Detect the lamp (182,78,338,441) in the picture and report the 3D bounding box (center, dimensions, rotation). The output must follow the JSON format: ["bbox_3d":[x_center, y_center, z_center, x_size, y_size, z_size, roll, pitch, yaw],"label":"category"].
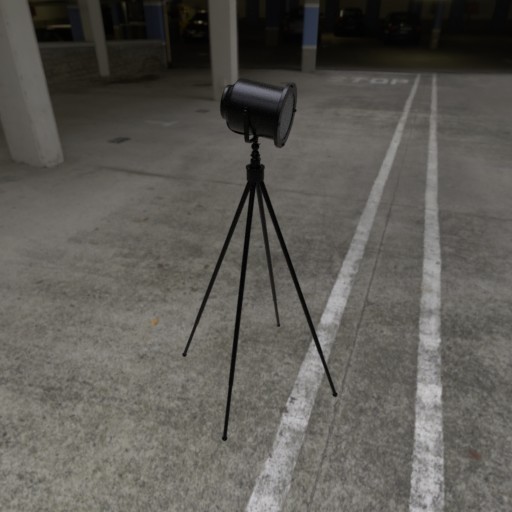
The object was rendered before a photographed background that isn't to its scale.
[{"bbox_3d":[0.000,0.000,2.006,0.884,1.504,0.879,10,33,17],"label":"lamp"}]
